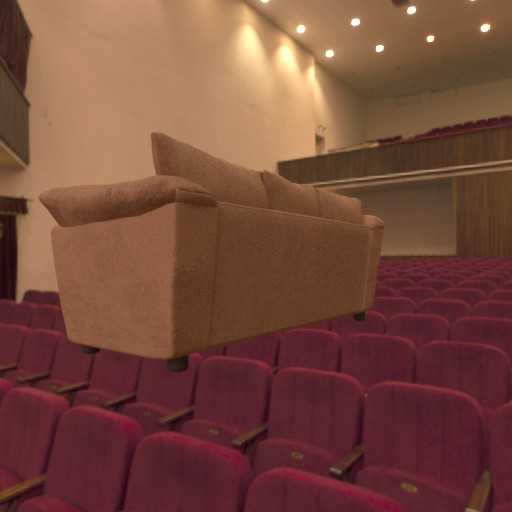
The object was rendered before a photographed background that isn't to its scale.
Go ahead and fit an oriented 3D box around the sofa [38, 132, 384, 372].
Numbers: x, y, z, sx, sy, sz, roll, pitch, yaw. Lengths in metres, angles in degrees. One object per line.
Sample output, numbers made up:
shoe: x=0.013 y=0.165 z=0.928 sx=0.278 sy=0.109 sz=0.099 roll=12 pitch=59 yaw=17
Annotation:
sofa: x=0.000 y=0.000 z=2.787 sx=0.893 sy=0.981 sz=2.377 roll=0 pitch=-1 yaw=36
